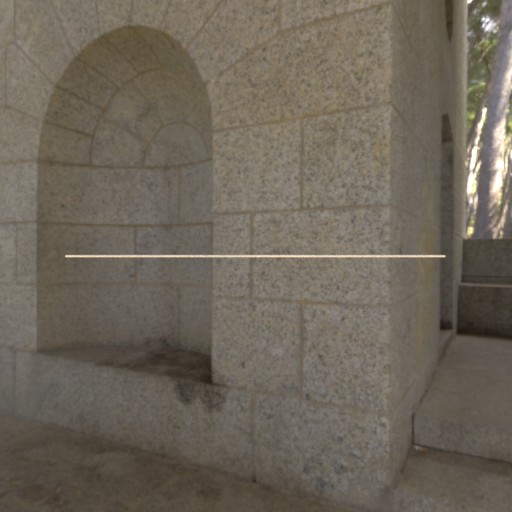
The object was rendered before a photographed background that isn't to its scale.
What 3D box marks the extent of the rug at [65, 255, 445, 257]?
[{"bbox_3d":[0.000,0.000,2.332,1.220,0.007,1.828,0,0,0],"label":"rug"}]
